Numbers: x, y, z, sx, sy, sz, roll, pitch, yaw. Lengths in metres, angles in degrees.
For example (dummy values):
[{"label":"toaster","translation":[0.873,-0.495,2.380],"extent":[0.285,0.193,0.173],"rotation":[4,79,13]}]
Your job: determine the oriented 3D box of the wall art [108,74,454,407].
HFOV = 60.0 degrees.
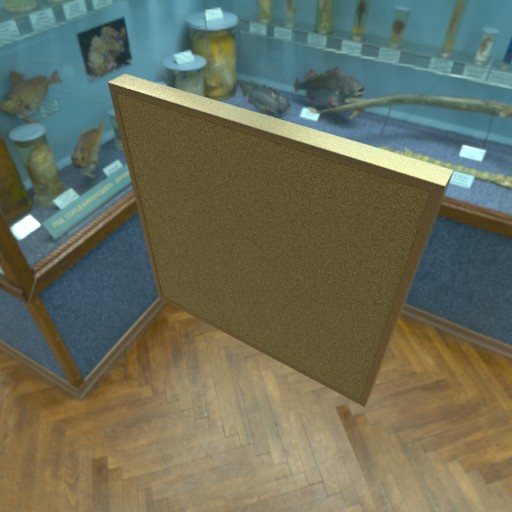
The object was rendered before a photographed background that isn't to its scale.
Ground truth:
[{"label":"wall art","translation":[0.000,0.000,0.762],"extent":[0.505,0.505,0.037],"rotation":[24,49,22]}]
